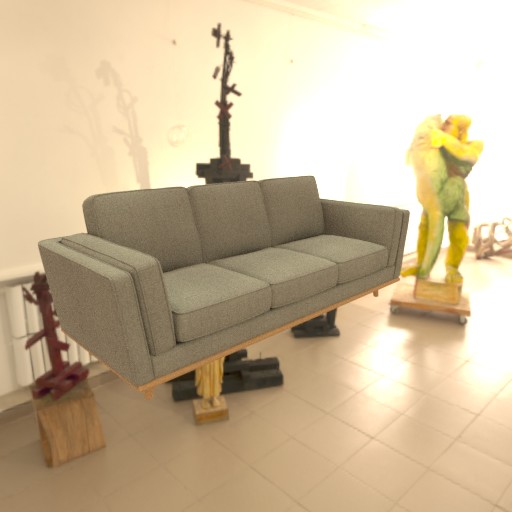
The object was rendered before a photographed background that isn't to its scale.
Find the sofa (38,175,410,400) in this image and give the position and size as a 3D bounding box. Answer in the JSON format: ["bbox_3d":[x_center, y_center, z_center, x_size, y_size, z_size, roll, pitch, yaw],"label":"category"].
[{"bbox_3d":[0.000,0.000,2.837,2.362,0.899,0.903,-14,20,-42],"label":"sofa"}]
